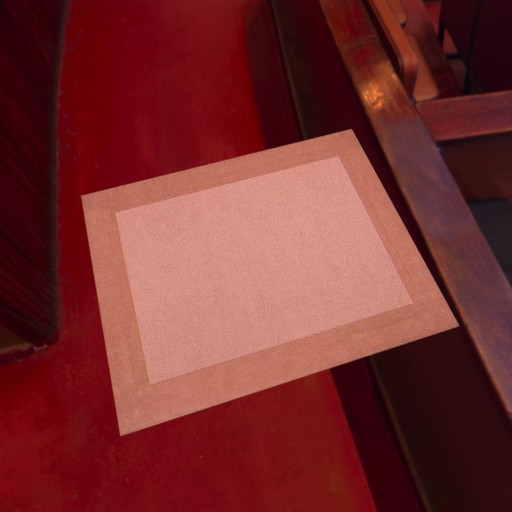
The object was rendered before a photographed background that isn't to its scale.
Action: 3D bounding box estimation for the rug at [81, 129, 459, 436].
[{"bbox_3d":[0.000,0.000,4.288,3.048,0.014,2.438,-16,64,-8],"label":"rug"}]
